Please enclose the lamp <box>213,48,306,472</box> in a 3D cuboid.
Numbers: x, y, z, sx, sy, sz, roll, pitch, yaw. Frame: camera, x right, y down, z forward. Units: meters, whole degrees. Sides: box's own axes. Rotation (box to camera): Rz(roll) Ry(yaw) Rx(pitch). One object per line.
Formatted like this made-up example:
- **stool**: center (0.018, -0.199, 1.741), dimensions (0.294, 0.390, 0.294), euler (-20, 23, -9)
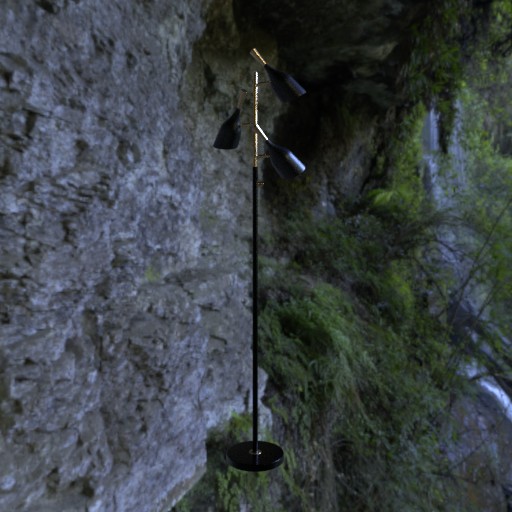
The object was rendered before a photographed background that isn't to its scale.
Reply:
- **lamp**: center (0.000, 0.000, 1.956), dimensions (0.434, 1.778, 0.253), euler (0, -1, 17)
